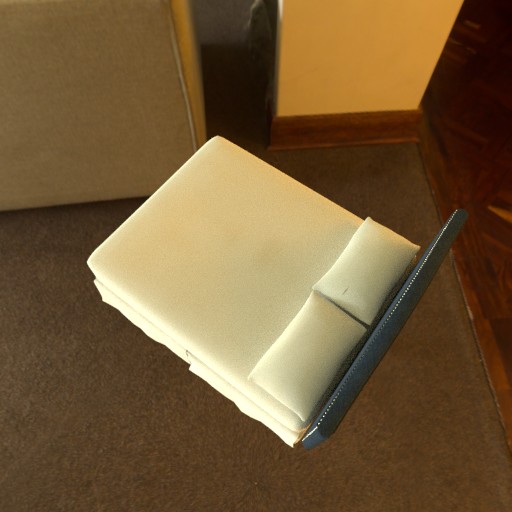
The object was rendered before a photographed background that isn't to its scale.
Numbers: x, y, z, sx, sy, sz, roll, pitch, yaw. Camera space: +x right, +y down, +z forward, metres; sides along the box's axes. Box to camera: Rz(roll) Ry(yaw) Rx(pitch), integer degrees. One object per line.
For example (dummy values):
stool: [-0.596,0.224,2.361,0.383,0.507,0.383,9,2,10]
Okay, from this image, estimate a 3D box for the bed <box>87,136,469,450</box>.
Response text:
bed: [0.000,0.000,3.252,2.153,1.518,1.713,34,68,16]
